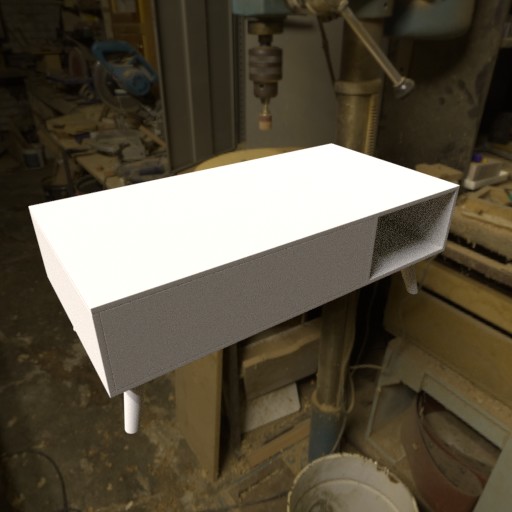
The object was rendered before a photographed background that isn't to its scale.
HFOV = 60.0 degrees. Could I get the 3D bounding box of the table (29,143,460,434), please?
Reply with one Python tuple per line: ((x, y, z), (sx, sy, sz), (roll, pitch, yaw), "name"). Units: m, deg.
((0.000, 0.000, 1.476), (1.194, 0.432, 0.609), (-19, 34, -29), "table")
